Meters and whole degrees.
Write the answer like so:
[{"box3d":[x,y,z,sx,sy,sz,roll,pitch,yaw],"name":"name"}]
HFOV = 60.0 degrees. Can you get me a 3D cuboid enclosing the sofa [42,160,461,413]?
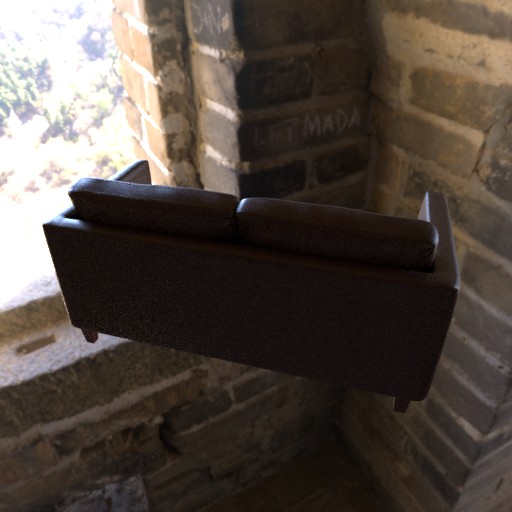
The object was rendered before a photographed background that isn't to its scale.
[{"box3d":[0.000,0.000,2.399,1.883,0.933,0.951,9,33,14],"name":"sofa"}]
